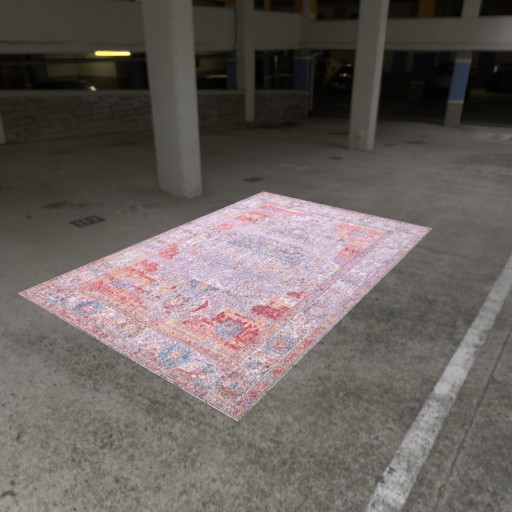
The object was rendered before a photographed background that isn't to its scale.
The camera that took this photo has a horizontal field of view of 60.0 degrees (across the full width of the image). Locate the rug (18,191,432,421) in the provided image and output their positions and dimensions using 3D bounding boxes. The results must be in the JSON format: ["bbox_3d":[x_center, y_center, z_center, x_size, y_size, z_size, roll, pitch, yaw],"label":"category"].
[{"bbox_3d":[0.000,0.000,2.261,1.219,0.005,1.829,18,31,32],"label":"rug"}]
